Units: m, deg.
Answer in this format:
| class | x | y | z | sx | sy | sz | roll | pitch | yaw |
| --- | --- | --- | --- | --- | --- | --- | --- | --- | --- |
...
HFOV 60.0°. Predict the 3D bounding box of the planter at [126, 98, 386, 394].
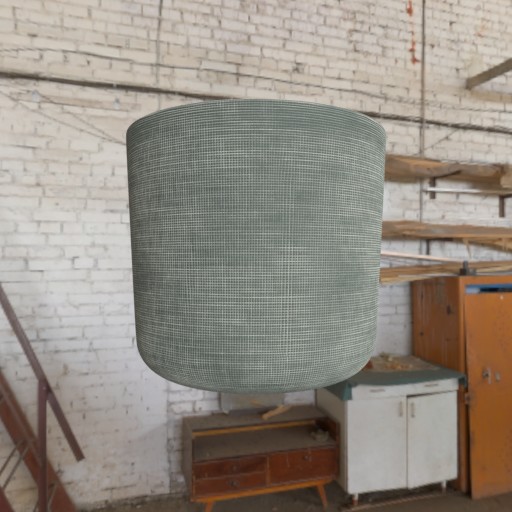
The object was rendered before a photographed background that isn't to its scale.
| class | x | y | z | sx | sy | sz | roll | pitch | yaw |
| --- | --- | --- | --- | --- | --- | --- | --- | --- | --- |
| planter | 0.000 | 0.000 | 0.780 | 0.440 | 0.398 | 0.440 | 0 | 0 | 0 |
